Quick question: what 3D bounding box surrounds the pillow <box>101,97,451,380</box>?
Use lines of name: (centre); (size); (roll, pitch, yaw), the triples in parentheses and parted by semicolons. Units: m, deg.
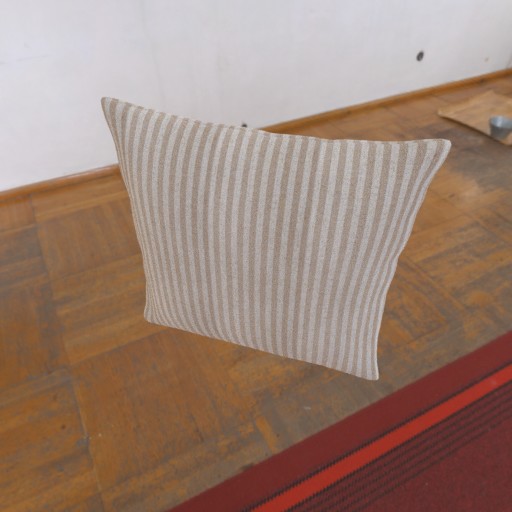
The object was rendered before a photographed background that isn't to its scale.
pillow: (0.000, 0.000, 0.788); (0.523, 0.510, 0.166); (12, 42, 13)
